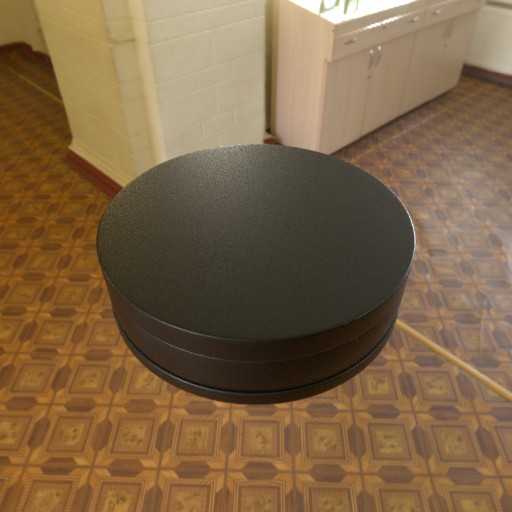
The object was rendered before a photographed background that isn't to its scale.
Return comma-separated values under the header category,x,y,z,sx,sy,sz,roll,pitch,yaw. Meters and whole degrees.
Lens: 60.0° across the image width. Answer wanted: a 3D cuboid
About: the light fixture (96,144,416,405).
category,x,y,z,sx,sy,sz,roll,pitch,yaw
light fixture,0.000,0.000,0.433,0.283,0.097,0.283,0,41,0
